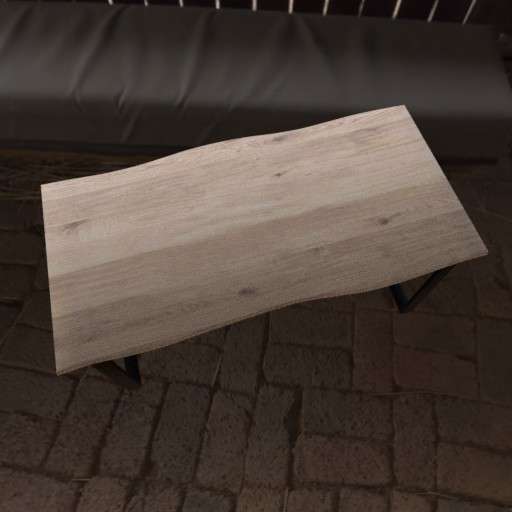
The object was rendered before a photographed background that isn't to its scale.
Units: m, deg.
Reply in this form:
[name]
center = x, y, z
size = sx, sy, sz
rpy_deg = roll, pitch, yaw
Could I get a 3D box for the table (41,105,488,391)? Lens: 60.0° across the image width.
[table]
center = 0.000, 0.000, 2.283
size = 1.800, 0.780, 0.900
rpy_deg = -14, 65, -7
